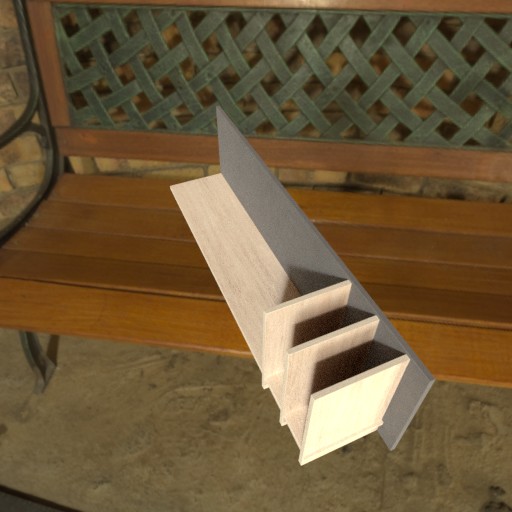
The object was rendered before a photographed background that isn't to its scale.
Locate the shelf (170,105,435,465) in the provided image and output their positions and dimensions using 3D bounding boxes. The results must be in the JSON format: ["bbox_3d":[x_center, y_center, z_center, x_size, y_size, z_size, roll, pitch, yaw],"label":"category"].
[{"bbox_3d":[0.000,0.000,1.134,0.200,0.300,1.020,-18,49,-16],"label":"shelf"}]
